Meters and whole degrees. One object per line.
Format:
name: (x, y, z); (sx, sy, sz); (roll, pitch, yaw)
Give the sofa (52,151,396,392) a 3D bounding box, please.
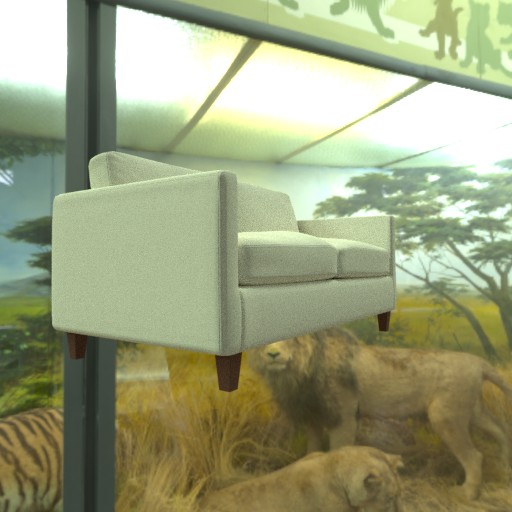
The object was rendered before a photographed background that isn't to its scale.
sofa: (0.000, 0.000, 2.281); (0.964, 0.888, 1.702); (-1, -1, 35)
